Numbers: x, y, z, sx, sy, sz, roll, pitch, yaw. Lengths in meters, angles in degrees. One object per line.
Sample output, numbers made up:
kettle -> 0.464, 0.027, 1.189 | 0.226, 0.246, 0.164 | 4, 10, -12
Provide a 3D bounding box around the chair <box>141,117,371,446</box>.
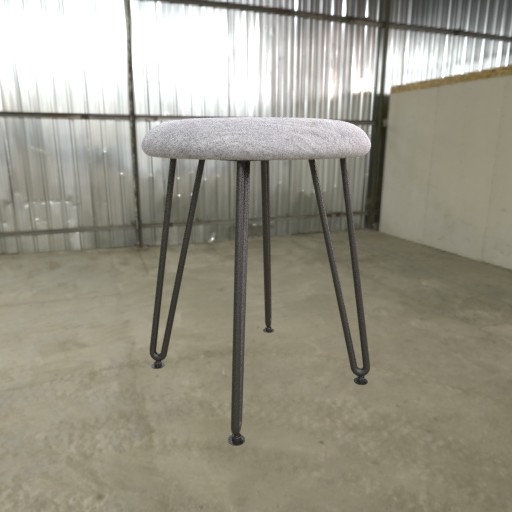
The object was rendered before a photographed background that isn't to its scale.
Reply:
chair -> 0.000, 0.000, 0.655 | 0.350, 0.386, 0.350 | 2, 15, 8
